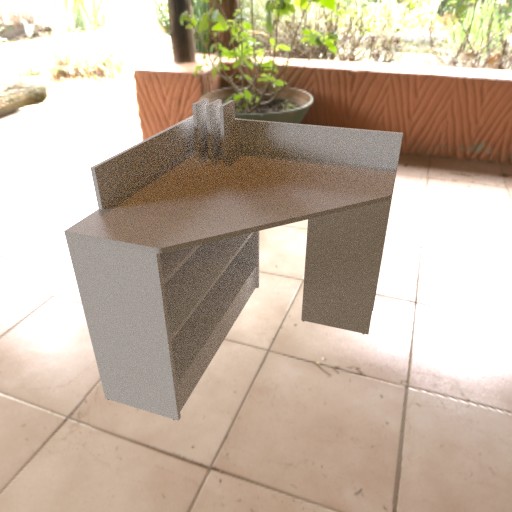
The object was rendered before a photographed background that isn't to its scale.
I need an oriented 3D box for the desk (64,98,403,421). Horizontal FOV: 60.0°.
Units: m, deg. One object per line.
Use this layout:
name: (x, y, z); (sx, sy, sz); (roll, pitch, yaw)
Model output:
desk: (0.000, 0.000, 1.762); (0.940, 0.986, 0.940); (10, 32, 16)
